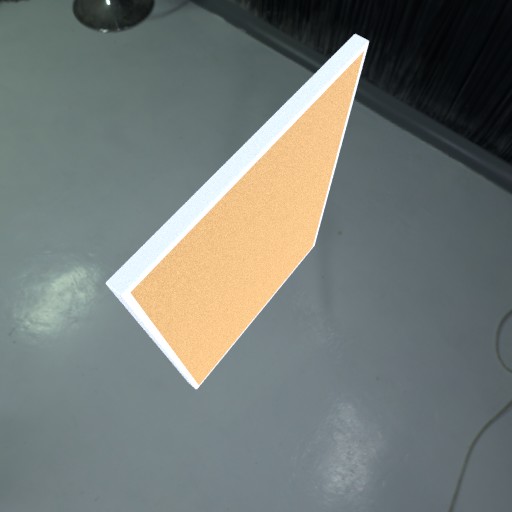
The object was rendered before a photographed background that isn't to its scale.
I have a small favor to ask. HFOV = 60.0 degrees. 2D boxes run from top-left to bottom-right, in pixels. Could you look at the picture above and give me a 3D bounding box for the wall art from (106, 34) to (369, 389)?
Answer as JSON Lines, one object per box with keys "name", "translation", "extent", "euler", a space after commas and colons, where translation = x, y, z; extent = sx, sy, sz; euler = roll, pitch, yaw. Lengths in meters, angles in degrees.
{"name": "wall art", "translation": [0.000, 0.000, 1.582], "extent": [0.046, 1.221, 0.914], "euler": [36, 70, 15]}
